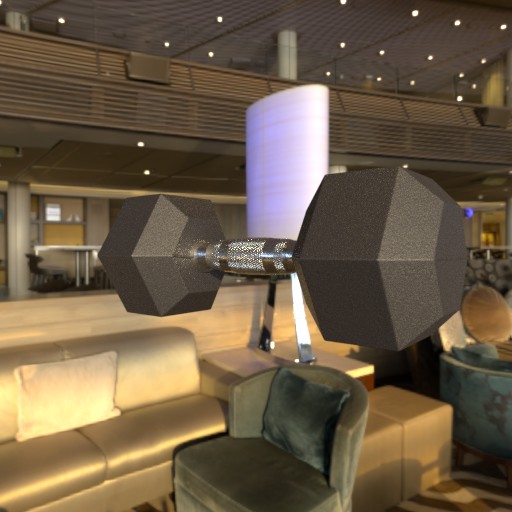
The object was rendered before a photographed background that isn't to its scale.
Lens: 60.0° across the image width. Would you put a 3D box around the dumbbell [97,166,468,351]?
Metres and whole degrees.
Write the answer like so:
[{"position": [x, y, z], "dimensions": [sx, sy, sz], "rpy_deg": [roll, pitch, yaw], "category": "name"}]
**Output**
[{"position": [0.000, 0.000, 0.376], "dimensions": [0.315, 0.113, 0.129], "rpy_deg": [1, 1, 38], "category": "dumbbell"}]
